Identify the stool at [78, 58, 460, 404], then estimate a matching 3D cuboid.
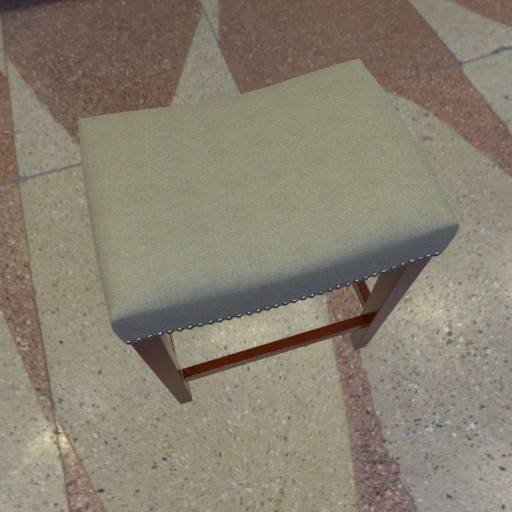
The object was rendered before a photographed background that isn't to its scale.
[{"bbox_3d":[0.000,0.000,0.923,0.509,0.632,0.375,-15,64,-8],"label":"stool"}]
